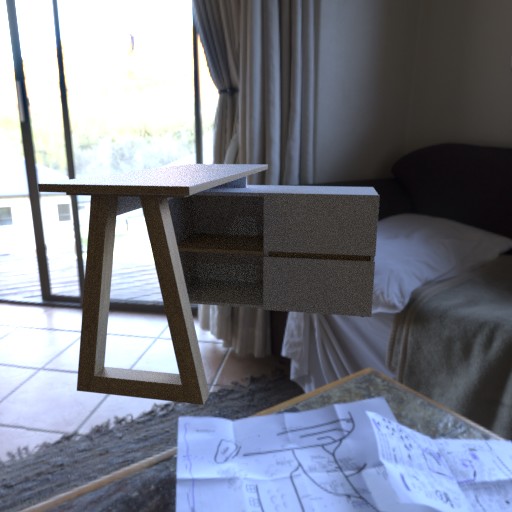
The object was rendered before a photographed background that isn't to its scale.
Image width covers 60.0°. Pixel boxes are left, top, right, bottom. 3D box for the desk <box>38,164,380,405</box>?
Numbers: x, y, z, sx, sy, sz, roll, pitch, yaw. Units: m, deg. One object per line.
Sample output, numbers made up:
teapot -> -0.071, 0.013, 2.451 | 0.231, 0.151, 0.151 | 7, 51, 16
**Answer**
desk -> 0.000, 0.000, 2.022 | 1.098, 0.755, 1.404 | 3, 14, 10
